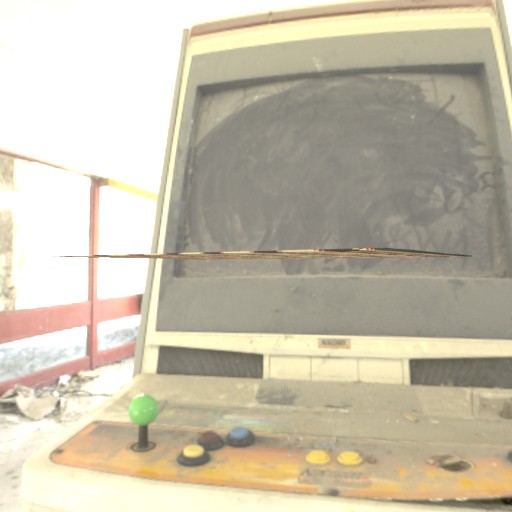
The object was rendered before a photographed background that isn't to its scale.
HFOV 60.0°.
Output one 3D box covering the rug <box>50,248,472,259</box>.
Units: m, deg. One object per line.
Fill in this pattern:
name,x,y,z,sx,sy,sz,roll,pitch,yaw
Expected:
rug,0.000,0.000,2.884,2.311,0.010,1.522,-1,-2,37
